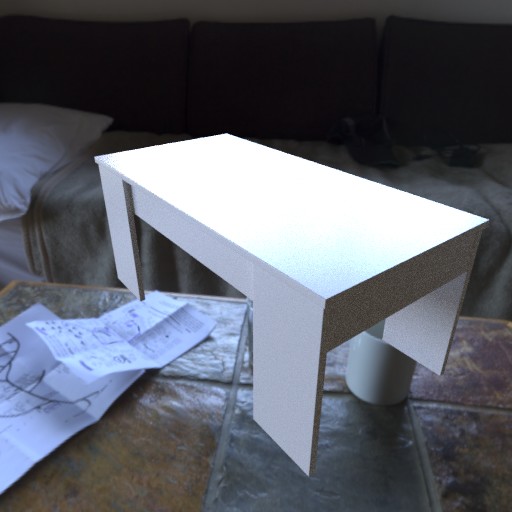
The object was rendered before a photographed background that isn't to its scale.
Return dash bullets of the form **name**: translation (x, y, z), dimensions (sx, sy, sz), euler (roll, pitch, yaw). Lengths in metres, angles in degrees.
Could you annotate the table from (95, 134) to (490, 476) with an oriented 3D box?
- **table**: translation (0.000, 0.000, 1.271), dimensions (0.500, 0.440, 1.000), euler (-20, 34, -33)
